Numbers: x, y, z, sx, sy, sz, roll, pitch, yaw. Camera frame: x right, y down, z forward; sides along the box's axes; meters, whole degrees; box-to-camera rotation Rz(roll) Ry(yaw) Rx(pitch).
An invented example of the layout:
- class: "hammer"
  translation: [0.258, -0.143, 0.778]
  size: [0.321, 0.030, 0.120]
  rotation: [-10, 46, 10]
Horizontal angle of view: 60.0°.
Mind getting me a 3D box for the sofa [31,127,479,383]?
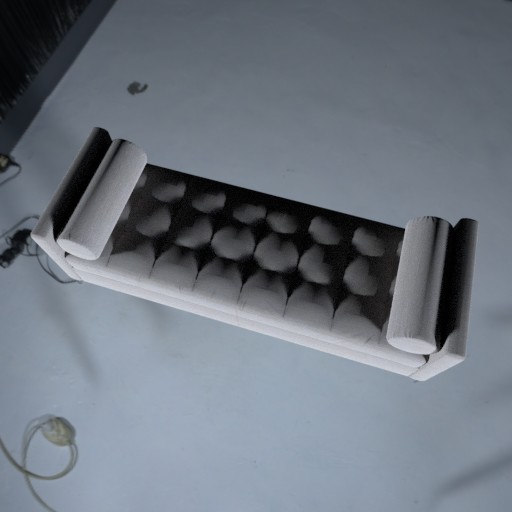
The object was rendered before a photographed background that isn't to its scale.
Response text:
- class: "sofa"
  translation: [0.000, 0.000, 2.321]
  size: [1.981, 0.635, 0.686]
  rotation: [15, 65, 7]
